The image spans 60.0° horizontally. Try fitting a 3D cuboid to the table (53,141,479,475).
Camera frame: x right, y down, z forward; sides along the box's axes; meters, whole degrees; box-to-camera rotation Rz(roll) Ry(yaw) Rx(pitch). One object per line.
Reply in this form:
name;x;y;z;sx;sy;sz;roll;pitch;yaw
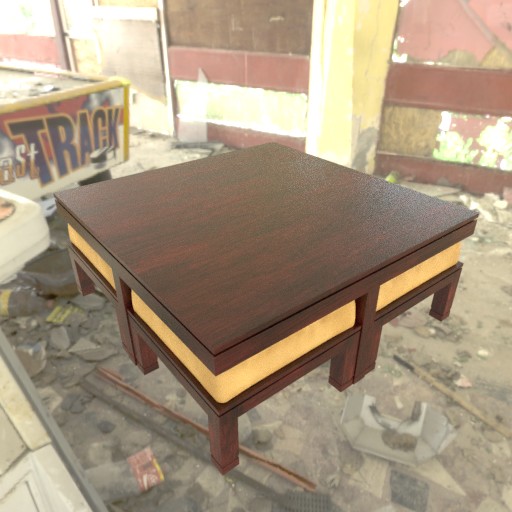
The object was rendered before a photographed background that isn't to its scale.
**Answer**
table;0.000;0.000;1.356;0.865;0.356;0.865;-22;37;-32
